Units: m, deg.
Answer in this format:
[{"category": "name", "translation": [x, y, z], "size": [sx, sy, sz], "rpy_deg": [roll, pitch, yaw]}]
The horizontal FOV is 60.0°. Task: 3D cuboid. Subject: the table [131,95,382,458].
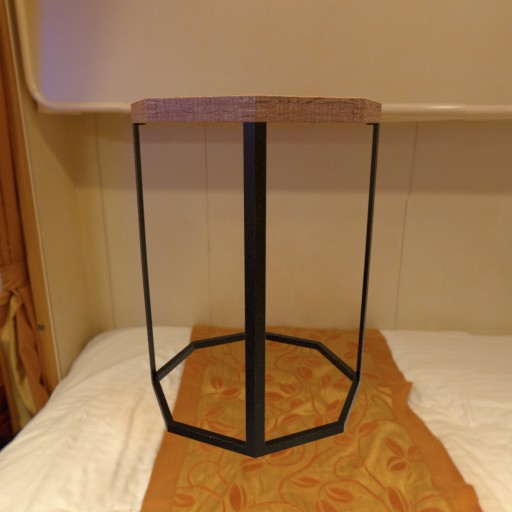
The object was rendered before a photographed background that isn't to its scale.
[{"category": "table", "translation": [0.000, 0.000, 0.848], "size": [0.437, 0.553, 0.437], "rpy_deg": [-16, 22, -42]}]
